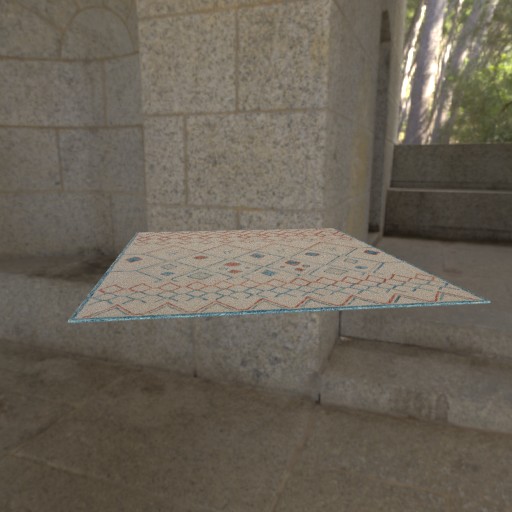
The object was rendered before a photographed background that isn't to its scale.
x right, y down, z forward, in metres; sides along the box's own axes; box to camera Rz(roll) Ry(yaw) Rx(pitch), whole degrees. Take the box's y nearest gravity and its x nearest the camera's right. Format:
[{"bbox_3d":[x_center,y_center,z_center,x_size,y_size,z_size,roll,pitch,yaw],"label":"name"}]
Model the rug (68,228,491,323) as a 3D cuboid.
[{"bbox_3d":[0.000,0.000,3.982,2.441,0.016,3.050,-2,12,-8],"label":"rug"}]
